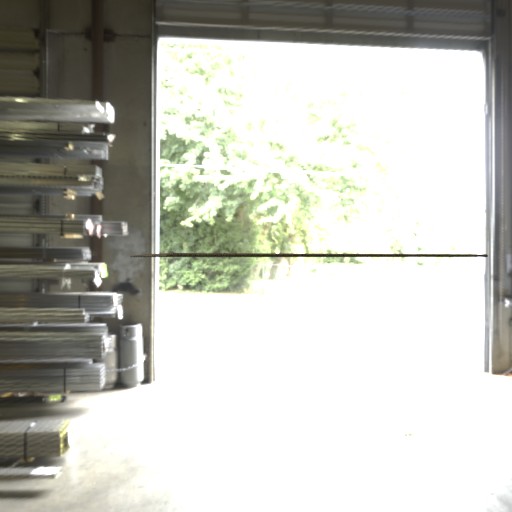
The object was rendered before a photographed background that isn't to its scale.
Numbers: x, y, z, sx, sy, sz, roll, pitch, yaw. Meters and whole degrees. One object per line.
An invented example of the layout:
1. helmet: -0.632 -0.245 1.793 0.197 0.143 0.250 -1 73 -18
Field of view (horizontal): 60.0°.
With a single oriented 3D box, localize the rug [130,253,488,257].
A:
1. rug: 0.000 0.000 2.099 1.066 0.011 1.677 0 0 -19
